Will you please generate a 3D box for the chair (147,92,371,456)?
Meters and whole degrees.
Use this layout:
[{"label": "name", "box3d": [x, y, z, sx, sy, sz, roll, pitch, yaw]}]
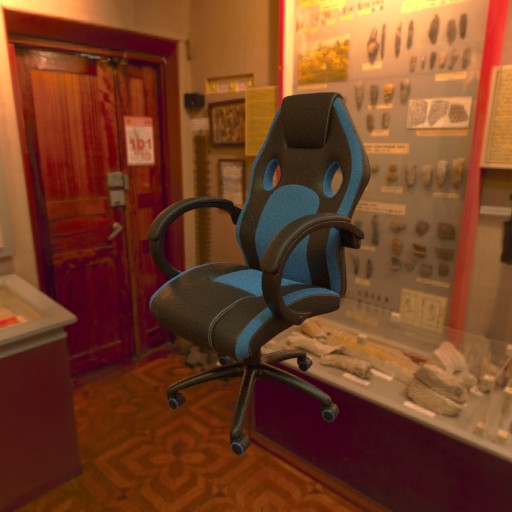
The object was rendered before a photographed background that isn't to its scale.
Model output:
[{"label": "chair", "box3d": [0.000, 0.000, 1.658, 0.673, 1.187, 0.724, 14, 21, 42]}]
